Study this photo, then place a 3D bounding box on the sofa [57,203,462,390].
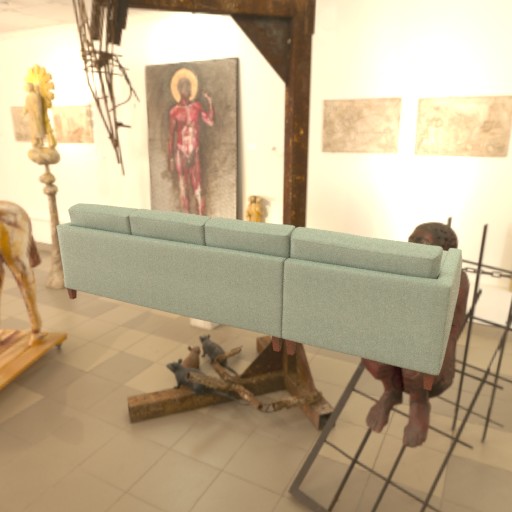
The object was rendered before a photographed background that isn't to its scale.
[{"bbox_3d":[0.000,0.000,4.142,3.470,0.953,1.600,9,19,26],"label":"sofa"}]
